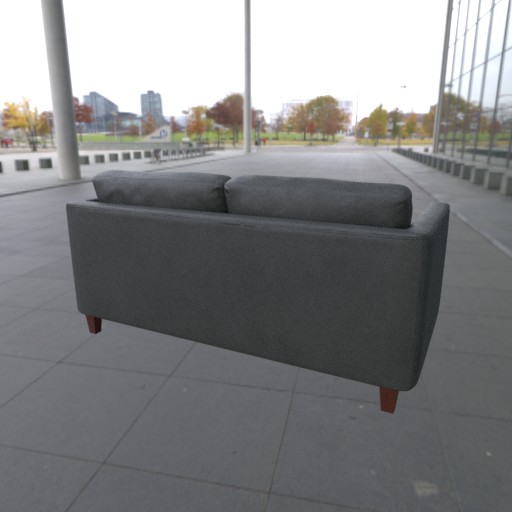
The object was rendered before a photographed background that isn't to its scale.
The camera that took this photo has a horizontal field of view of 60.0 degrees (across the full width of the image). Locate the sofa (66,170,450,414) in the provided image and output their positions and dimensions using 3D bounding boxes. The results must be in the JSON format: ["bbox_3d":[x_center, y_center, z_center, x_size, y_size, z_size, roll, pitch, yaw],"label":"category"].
[{"bbox_3d":[0.000,0.000,2.457,1.883,0.933,0.951,8,17,26],"label":"sofa"}]
